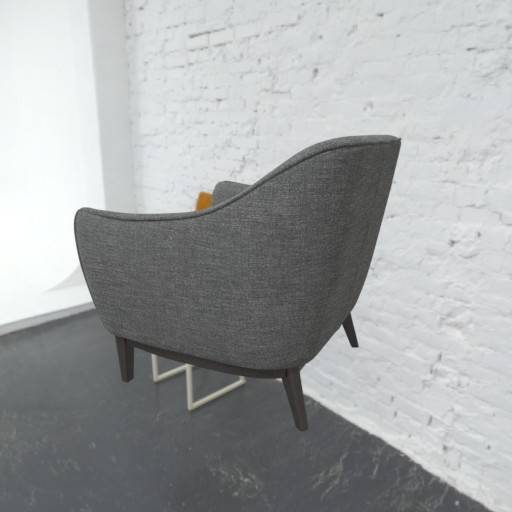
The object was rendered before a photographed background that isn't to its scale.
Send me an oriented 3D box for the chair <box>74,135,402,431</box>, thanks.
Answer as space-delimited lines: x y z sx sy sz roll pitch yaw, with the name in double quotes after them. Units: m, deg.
0.000 0.000 1.570 0.851 0.829 0.870 8 18 26 "chair"
